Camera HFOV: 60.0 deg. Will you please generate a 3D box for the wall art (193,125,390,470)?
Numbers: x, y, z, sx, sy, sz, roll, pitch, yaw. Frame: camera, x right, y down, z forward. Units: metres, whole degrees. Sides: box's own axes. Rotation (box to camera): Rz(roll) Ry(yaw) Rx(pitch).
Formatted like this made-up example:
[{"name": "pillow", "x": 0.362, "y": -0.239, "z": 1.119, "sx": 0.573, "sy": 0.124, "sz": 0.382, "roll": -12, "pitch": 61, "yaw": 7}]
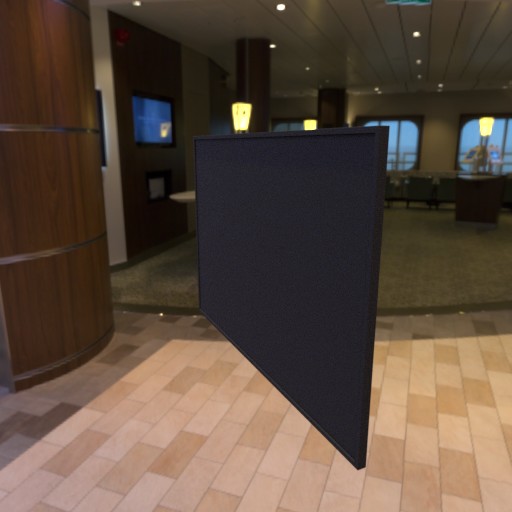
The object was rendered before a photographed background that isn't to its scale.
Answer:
[{"name": "wall art", "x": 0.000, "y": 0.000, "z": 1.504, "sx": 0.028, "sy": 0.805, "sz": 1.190, "roll": -7, "pitch": 15, "yaw": -25}]
